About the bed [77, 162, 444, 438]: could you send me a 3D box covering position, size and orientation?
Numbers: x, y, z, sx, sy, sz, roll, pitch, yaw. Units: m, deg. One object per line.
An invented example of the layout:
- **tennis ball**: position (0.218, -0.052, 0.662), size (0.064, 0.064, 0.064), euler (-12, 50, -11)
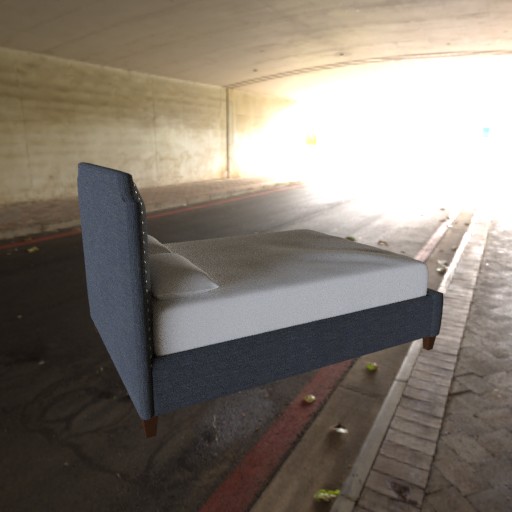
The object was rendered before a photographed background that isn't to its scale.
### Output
- **bed**: position (0.000, 0.000, 3.483), size (2.372, 1.443, 1.713), euler (-8, 16, -28)
